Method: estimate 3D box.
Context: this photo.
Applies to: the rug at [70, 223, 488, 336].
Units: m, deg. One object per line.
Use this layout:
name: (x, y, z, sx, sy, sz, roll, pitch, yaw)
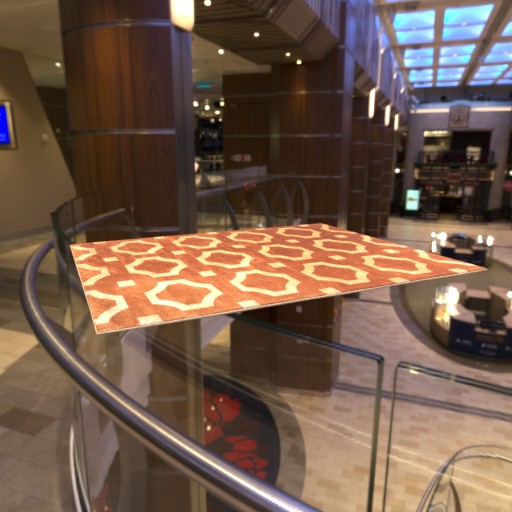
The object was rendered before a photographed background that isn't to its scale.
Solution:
rug: (0.000, 0.000, 4.086, 3.049, 0.021, 2.466, -6, 15, -24)
